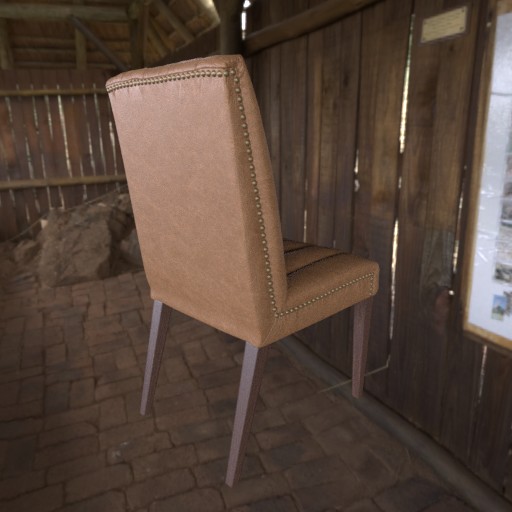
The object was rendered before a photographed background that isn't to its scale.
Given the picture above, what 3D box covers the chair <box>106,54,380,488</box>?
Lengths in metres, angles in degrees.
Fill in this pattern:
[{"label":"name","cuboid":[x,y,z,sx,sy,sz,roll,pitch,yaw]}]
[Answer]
[{"label":"chair","cuboid":[0.000,0.000,1.340,0.647,1.016,0.511,-15,21,-43]}]
